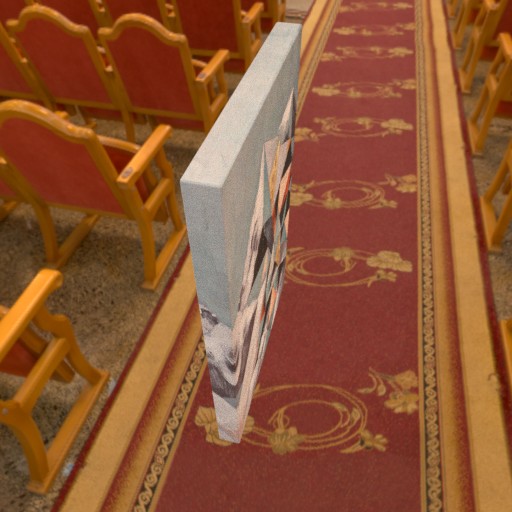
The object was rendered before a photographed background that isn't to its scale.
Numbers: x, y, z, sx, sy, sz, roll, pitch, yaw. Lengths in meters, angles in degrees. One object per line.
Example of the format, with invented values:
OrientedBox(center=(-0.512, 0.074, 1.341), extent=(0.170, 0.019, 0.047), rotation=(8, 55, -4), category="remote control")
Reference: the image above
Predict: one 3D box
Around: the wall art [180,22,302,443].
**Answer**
OrientedBox(center=(0.000, 0.000, 1.130), extent=(0.061, 0.911, 0.609), rotation=(11, 48, 10), category="wall art")
